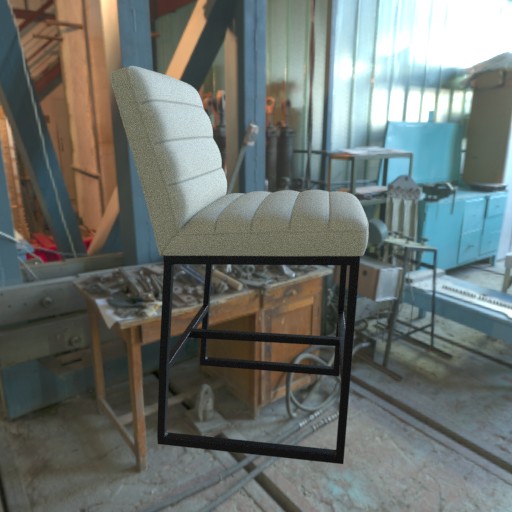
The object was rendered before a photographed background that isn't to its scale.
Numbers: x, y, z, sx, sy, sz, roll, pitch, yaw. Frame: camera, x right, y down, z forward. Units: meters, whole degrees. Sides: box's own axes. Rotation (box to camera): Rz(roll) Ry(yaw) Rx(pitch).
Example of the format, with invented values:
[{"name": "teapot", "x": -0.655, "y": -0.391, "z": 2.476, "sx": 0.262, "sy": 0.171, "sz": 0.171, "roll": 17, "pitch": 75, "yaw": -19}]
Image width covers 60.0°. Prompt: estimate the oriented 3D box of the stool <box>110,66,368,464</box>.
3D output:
[{"name": "stool", "x": 0.000, "y": 0.000, "z": 1.226, "sx": 0.560, "sy": 0.940, "sz": 0.460, "roll": 2, "pitch": 16, "yaw": 8}]
